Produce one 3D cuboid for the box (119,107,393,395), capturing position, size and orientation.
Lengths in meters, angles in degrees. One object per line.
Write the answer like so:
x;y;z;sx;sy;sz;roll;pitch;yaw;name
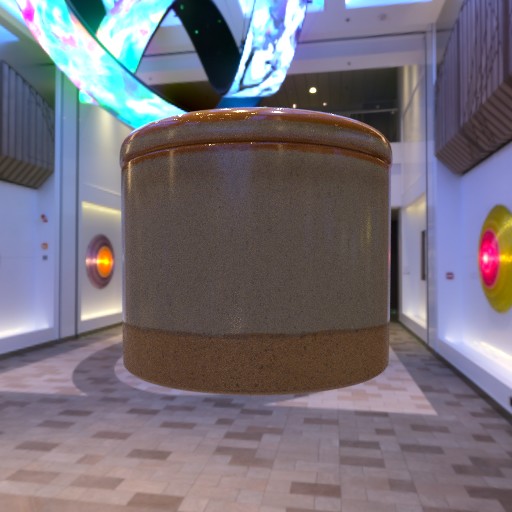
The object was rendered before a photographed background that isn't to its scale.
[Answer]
0.000;0.000;0.208;0.123;0.100;0.123;0;-1;0;box
